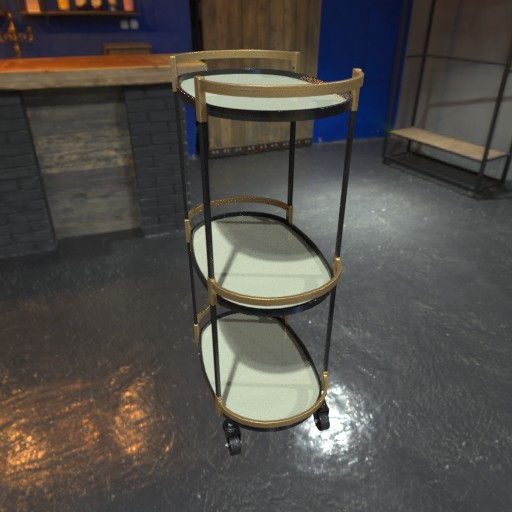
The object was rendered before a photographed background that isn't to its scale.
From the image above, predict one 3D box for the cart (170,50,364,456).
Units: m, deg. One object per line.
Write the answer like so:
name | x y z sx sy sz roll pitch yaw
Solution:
cart | 0.000 0.000 1.096 0.311 0.885 0.515 -9 32 -15
